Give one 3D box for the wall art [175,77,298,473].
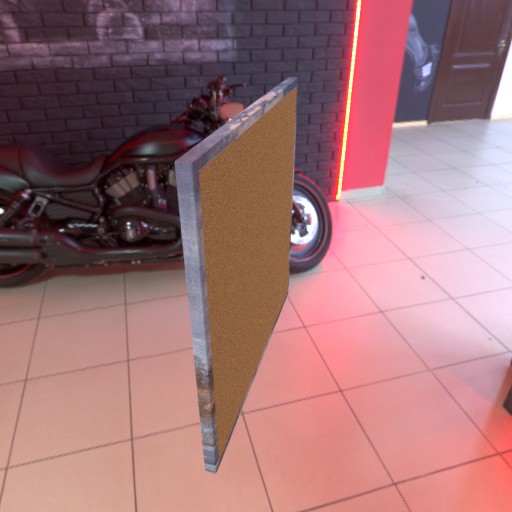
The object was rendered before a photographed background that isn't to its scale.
[{"bbox_3d":[0.000,0.000,1.553,0.040,1.020,1.010,9,32,14],"label":"wall art"}]
